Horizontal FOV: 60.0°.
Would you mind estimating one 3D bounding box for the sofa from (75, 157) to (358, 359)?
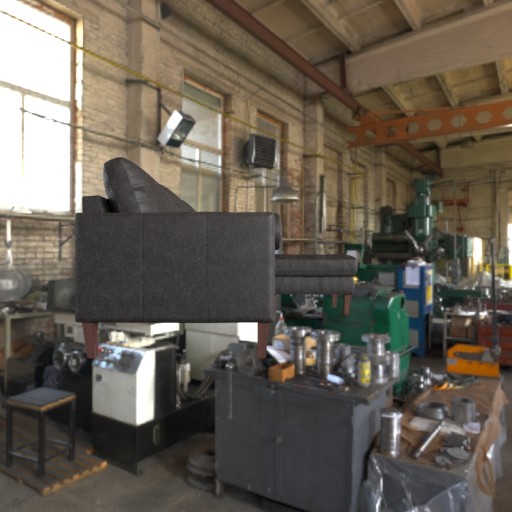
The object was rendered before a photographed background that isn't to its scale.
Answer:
[{"bbox_3d":[0.000,0.000,2.901,1.497,0.876,2.178,0,0,0],"label":"sofa"}]
